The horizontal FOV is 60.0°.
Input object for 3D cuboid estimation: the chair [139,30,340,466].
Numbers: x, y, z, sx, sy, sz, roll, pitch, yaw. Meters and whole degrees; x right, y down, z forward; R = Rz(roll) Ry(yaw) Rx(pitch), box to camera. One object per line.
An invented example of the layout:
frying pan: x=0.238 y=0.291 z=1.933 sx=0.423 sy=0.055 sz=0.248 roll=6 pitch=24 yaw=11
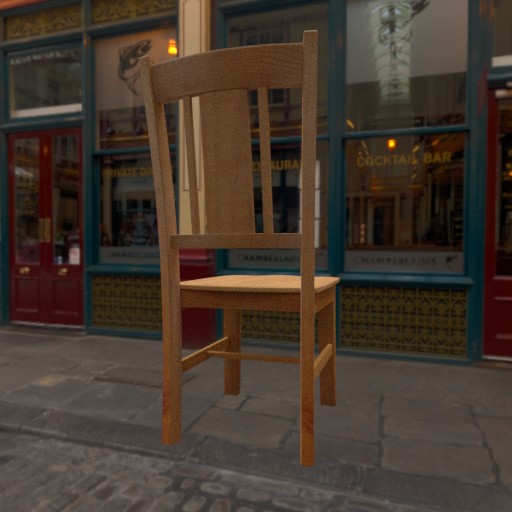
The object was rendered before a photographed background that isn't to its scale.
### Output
chair: x=0.000 y=0.000 z=1.287 sx=0.450 sy=0.998 sz=0.556 roll=0 pitch=1 yaw=18
